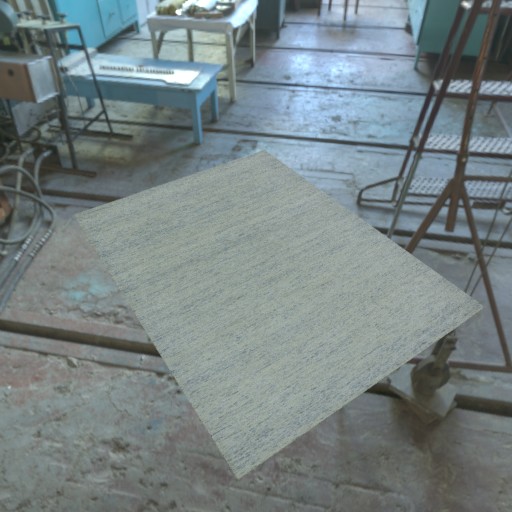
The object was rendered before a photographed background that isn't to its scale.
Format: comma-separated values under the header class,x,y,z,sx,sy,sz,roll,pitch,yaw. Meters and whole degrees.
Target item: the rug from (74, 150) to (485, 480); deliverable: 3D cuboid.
class,x,y,z,sx,sy,sz,roll,pitch,yaw
rug,0.000,0.000,4.159,2.438,0.006,3.197,-25,48,-25
